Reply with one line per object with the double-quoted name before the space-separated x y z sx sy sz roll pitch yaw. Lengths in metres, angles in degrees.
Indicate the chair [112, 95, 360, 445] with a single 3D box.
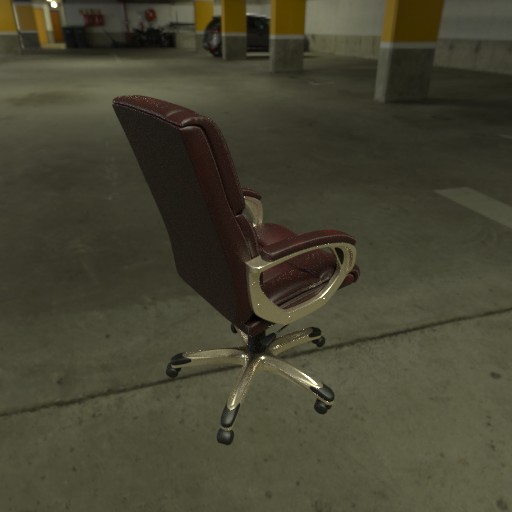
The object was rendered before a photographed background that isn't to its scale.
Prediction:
"chair" 0.000 0.000 1.570 0.739 1.107 0.662 -18 32 -31
